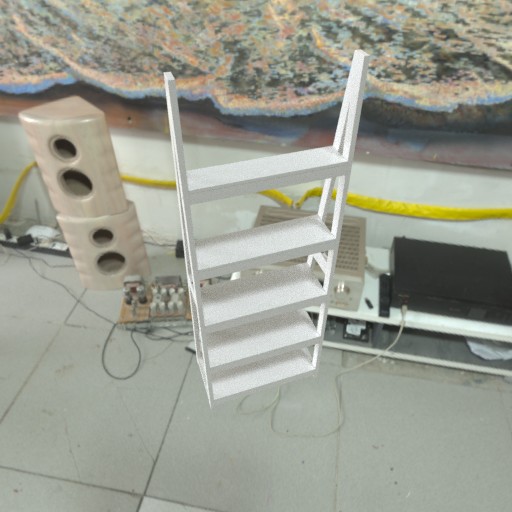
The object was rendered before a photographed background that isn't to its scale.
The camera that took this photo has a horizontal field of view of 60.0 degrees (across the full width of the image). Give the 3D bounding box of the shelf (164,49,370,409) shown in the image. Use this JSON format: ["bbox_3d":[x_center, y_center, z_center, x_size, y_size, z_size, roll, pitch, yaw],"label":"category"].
[{"bbox_3d":[0.000,0.000,2.011,0.636,1.779,0.341,-13,44,-14],"label":"shelf"}]
